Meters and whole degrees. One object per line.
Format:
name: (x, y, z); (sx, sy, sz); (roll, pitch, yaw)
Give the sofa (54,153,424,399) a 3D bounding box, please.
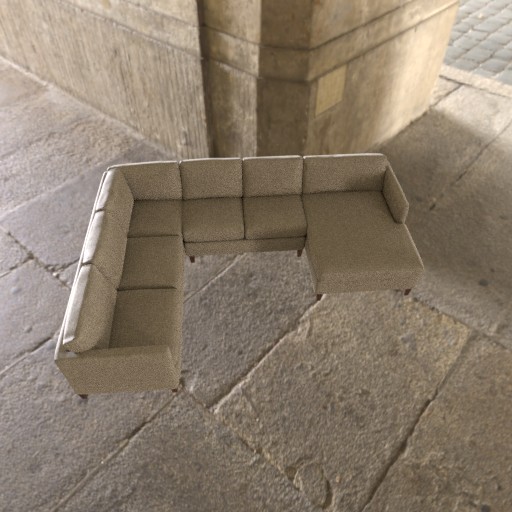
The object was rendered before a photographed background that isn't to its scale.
sofa: (0.000, 0.000, 4.660); (3.460, 0.959, 2.593); (-3, 47, -3)
